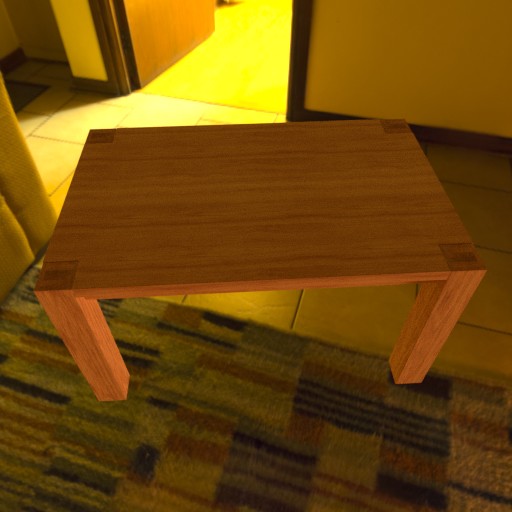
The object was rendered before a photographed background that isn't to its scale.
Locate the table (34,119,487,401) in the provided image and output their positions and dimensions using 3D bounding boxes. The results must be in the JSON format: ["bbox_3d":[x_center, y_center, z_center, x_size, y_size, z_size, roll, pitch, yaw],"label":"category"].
[{"bbox_3d":[0.000,0.000,1.941,1.400,0.760,0.900,-3,47,-2],"label":"table"}]
